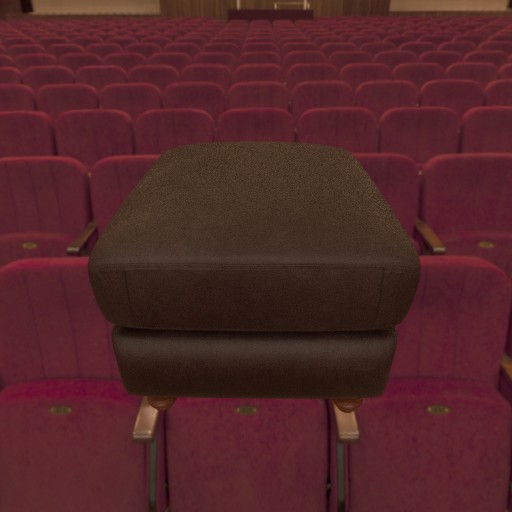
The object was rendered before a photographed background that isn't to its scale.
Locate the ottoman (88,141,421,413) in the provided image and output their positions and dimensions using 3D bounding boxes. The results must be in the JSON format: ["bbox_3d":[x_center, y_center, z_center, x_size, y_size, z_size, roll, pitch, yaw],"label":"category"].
[{"bbox_3d":[0.000,0.000,1.280,0.670,0.569,0.806,0,28,1],"label":"ottoman"}]
